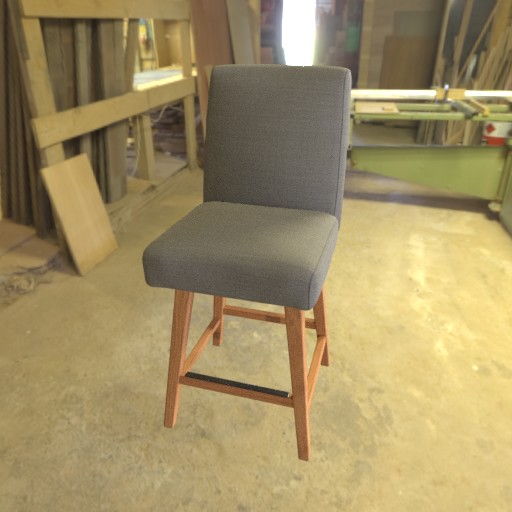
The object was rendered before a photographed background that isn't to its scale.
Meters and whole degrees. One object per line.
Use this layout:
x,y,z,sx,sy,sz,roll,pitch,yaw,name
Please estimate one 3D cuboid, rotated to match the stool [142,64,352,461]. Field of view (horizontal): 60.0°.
0.000,0.000,1.314,0.459,1.019,0.570,7,27,14,stool
